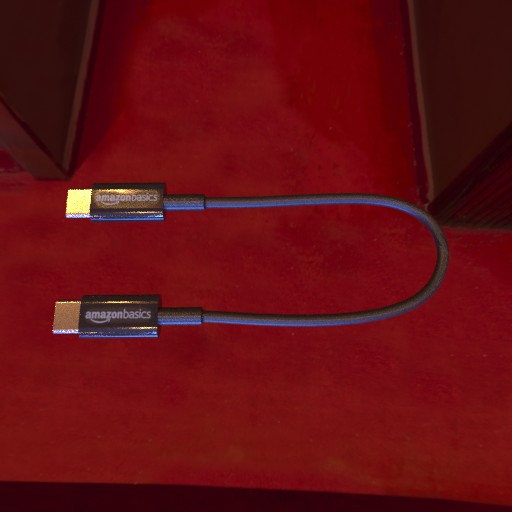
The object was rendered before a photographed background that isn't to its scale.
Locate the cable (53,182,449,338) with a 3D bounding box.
[{"bbox_3d":[0.000,0.000,0.113,0.098,0.005,0.041,-1,75,0],"label":"cable"}]
